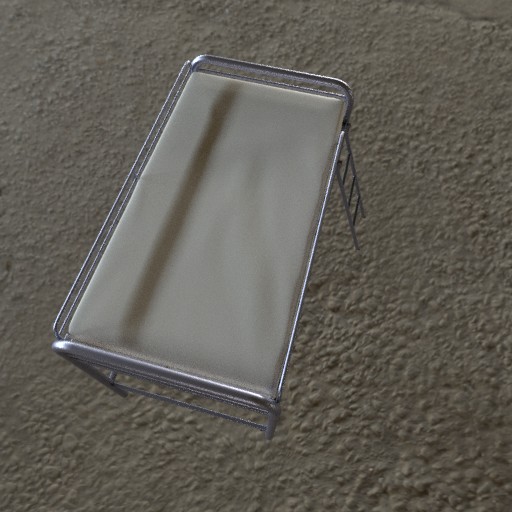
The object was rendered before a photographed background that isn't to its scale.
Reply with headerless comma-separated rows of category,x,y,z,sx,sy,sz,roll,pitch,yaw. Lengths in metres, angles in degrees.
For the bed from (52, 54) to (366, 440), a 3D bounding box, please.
bed,0.000,0.000,2.841,1.415,1.288,1.965,14,63,7
